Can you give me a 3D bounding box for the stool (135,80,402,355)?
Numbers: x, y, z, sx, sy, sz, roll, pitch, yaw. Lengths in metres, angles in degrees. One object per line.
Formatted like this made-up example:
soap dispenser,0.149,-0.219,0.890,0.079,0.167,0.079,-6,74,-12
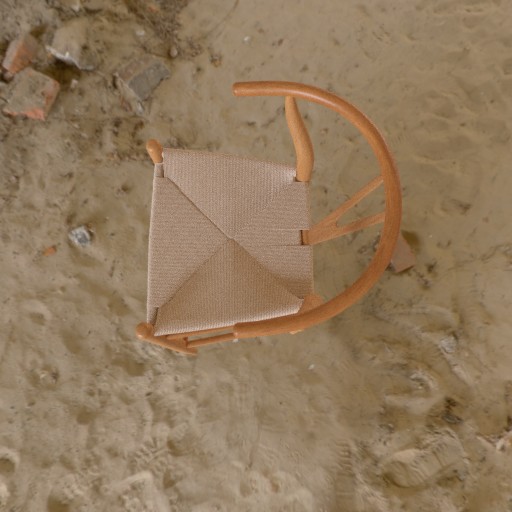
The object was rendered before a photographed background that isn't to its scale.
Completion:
stool,0.000,0.000,1.336,0.579,0.970,0.569,-1,74,0
